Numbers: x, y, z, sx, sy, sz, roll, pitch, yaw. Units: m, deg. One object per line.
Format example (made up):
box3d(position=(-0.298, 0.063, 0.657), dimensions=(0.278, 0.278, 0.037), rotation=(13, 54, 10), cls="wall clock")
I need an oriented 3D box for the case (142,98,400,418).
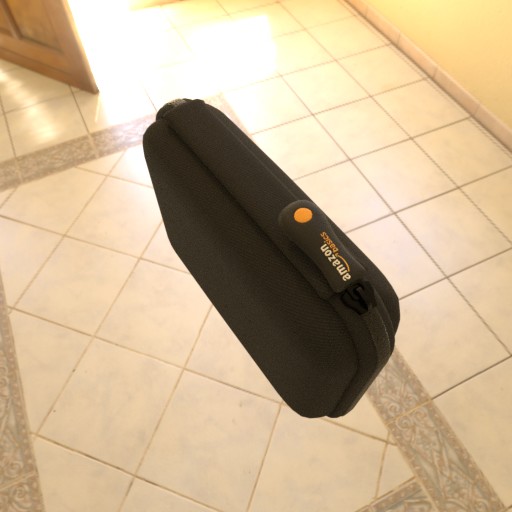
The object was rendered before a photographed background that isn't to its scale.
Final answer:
box3d(position=(0.000, 0.000, 0.181), dimensions=(0.038, 0.105, 0.132), rotation=(-31, 62, -18), cls="case")
